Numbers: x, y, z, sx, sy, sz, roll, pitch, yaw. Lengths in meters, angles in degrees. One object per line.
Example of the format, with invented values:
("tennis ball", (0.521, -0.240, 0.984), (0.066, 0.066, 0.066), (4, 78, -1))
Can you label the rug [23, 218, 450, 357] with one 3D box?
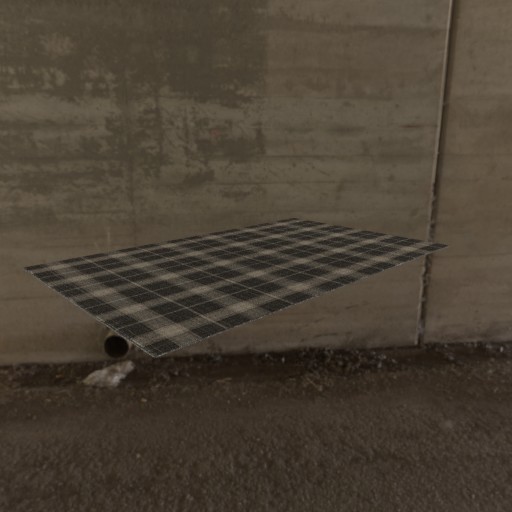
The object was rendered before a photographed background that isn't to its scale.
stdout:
("rug", (0.000, 0.000, 2.926), (2.434, 0.015, 1.520), (-14, 21, -41))
